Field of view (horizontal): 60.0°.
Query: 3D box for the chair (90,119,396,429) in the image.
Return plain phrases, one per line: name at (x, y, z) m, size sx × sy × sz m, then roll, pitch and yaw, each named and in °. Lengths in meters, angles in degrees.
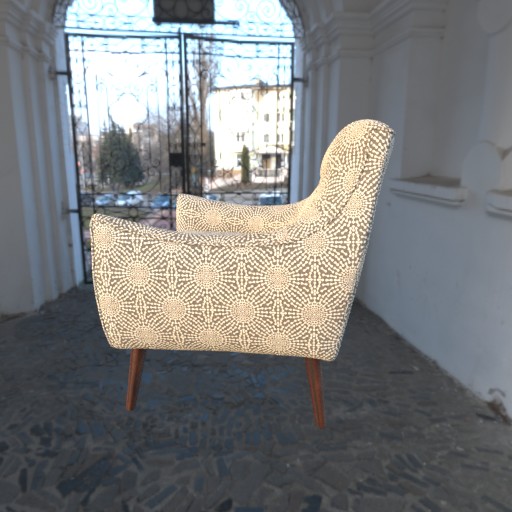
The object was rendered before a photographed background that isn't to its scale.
chair at (0.000, 0.000, 1.471) m, size 0.787 × 0.838 × 0.762 m, roll 2°, pitch 13°, yaw 9°
